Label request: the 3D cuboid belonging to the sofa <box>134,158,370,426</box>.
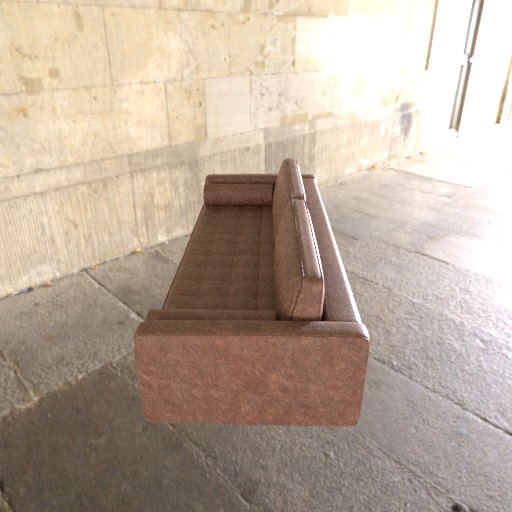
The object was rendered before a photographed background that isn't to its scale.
[{"bbox_3d":[0.000,0.000,2.698,0.914,0.762,2.210,1,26,1],"label":"sofa"}]
